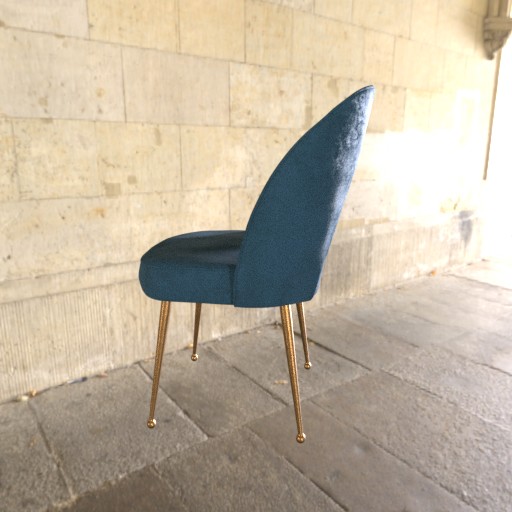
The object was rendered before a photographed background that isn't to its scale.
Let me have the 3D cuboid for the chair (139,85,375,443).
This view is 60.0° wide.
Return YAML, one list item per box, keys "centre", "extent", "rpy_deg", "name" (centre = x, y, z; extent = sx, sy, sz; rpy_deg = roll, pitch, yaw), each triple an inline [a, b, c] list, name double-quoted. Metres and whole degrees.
- centre: [0.000, 0.000, 1.220]
  extent: [0.577, 0.860, 0.527]
  rpy_deg: [2, 13, 9]
  name: "chair"
